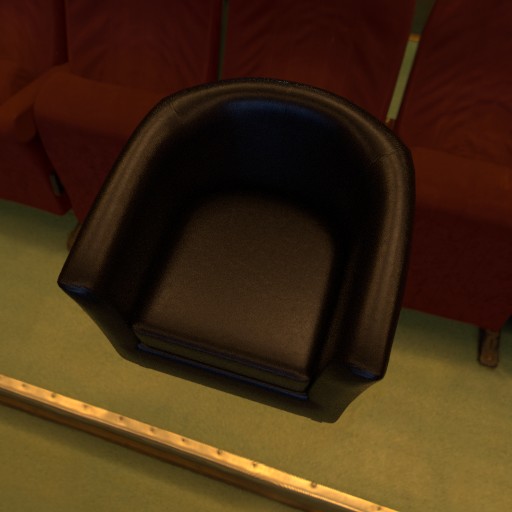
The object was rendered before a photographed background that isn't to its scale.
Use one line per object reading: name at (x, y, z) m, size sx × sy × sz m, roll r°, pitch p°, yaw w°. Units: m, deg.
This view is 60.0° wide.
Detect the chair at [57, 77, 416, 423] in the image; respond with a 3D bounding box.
chair at (0.000, 0.000, 1.356) m, size 0.793 × 0.756 × 0.727 m, roll 15°, pitch 59°, yaw 9°
